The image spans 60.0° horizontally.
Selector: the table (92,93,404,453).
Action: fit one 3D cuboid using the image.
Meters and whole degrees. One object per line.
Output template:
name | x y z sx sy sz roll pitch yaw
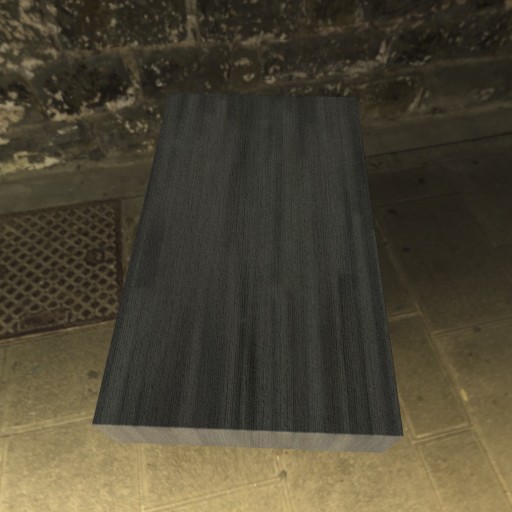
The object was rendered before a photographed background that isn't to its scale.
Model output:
table | 0.000 0.000 1.351 0.643 0.347 1.088 2 56 1
